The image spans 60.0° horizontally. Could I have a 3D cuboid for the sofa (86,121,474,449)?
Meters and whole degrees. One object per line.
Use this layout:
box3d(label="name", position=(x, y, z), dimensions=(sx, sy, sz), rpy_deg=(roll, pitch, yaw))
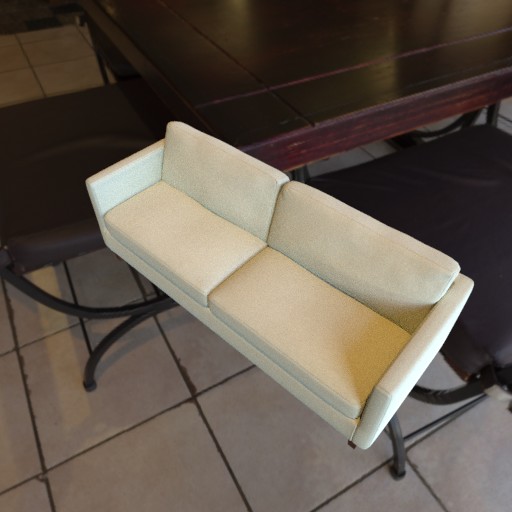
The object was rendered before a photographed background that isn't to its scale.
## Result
box3d(label="sofa", position=(0.000, 0.000, 2.945), dimensions=(2.434, 0.965, 0.948), rpy_deg=(33, 54, 28))
